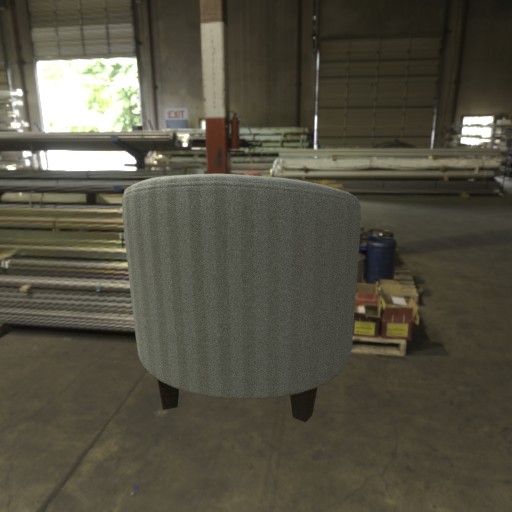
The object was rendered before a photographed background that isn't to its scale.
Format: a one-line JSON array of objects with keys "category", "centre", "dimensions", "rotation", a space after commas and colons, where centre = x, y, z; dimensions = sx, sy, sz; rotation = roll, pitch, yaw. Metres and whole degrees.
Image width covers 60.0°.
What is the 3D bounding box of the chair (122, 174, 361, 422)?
[{"category": "chair", "centre": [0.000, 0.000, 1.765], "dimensions": [0.756, 0.757, 1.288], "rotation": [2, 16, 8]}]
